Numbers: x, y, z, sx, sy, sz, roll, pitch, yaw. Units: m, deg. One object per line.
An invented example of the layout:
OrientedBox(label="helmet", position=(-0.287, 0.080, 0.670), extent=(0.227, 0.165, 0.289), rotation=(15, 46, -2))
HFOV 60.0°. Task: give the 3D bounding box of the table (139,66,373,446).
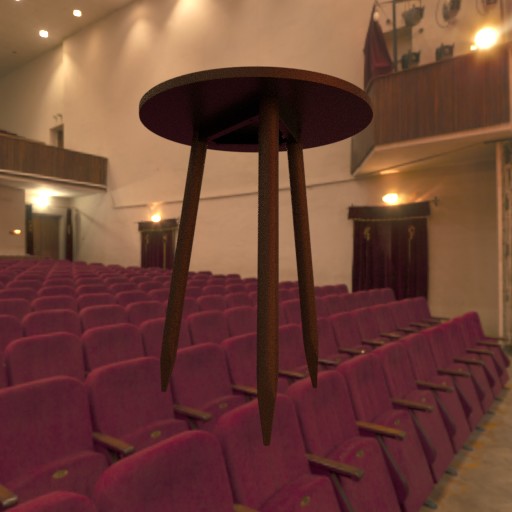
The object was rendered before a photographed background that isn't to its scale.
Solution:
OrientedBox(label="table", position=(0.000, 0.000, 0.891), extent=(0.457, 0.585, 0.457), rotation=(0, -1, 0))
